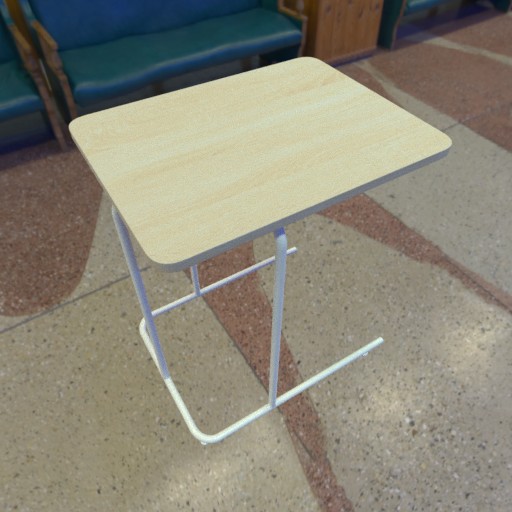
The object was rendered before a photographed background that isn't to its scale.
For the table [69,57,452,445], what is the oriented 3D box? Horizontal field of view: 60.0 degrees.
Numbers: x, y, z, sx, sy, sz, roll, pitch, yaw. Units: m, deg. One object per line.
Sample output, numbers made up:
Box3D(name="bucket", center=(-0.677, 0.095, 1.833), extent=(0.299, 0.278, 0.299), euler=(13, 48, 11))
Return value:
Box3D(name="table", center=(0.000, 0.000, 0.873), extent=(0.480, 0.550, 0.370), euler=(-24, 51, -21))
